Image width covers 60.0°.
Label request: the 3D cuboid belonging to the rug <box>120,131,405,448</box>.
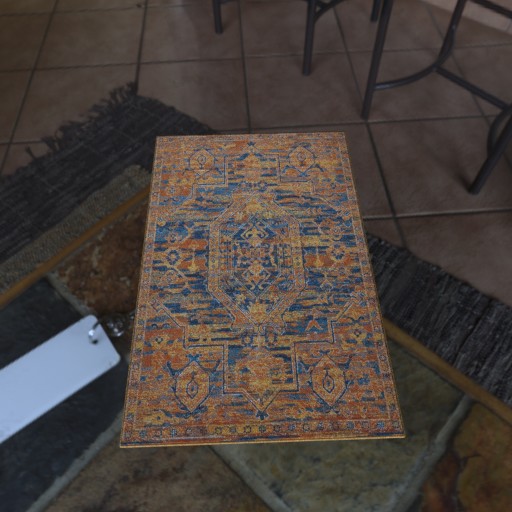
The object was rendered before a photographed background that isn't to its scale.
[{"bbox_3d":[0.000,0.000,2.236,1.148,0.013,1.758,-2,58,-1],"label":"rug"}]
